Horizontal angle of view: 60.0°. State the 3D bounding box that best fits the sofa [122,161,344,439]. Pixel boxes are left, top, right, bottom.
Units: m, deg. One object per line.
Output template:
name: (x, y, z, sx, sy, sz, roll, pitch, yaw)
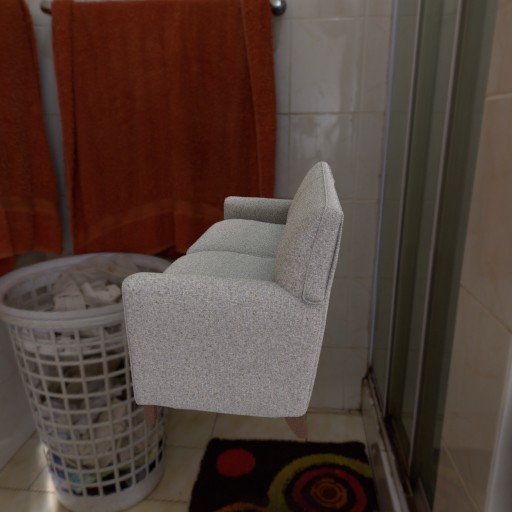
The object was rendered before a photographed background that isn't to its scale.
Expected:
sofa: (0.000, 0.000, 2.569, 0.854, 0.942, 2.026, 2, 17, 7)
